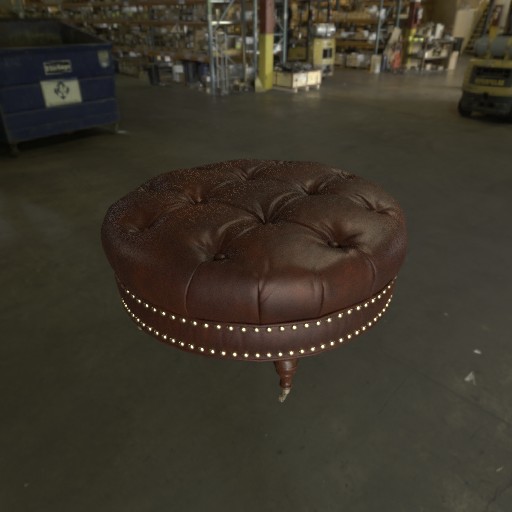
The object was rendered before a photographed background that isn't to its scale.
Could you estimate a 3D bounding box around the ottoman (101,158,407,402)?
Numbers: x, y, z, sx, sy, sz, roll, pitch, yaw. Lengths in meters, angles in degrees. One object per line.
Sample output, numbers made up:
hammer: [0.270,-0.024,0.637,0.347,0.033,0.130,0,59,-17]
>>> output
ottoman: [0.000,0.000,1.394,0.901,0.455,0.901,0,29,0]
